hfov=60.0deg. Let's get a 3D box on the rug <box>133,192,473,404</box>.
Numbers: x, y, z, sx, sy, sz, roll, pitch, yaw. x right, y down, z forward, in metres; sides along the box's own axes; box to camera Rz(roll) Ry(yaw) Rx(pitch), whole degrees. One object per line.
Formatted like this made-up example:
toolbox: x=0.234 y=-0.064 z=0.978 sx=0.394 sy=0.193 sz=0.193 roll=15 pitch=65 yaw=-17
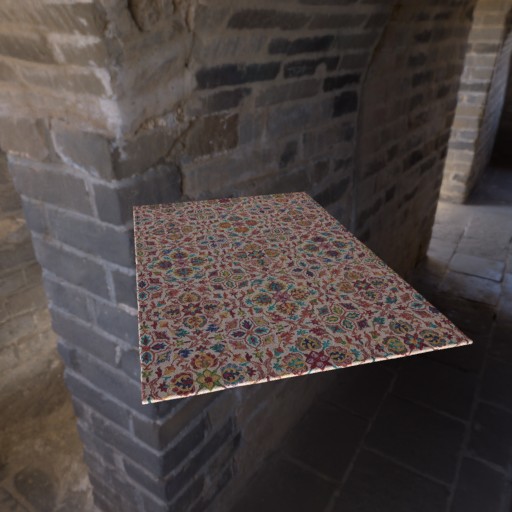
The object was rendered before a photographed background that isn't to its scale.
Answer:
rug: x=0.000 y=0.000 z=2.928 sx=1.541 sy=0.018 sz=2.297 roll=-7 pitch=28 yaw=-13
